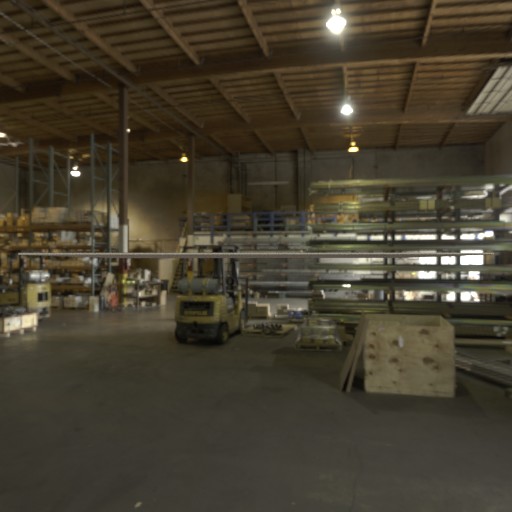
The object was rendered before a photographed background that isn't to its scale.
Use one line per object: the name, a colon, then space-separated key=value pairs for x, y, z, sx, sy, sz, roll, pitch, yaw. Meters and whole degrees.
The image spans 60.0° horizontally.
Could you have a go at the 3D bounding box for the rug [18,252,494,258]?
rug: x=0.000 y=0.000 z=3.032 sx=2.438 sy=0.012 sz=1.524 roll=0 pitch=-1 yaw=1
